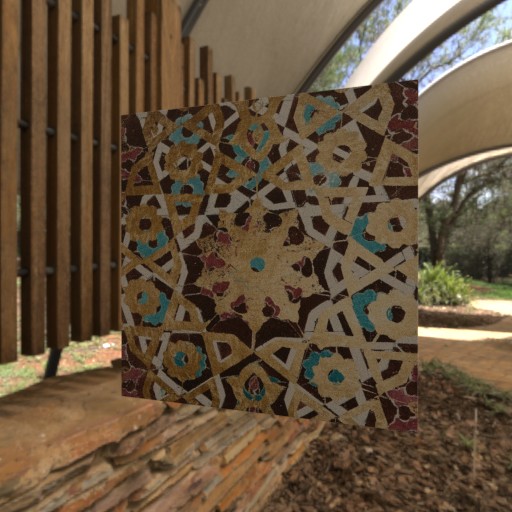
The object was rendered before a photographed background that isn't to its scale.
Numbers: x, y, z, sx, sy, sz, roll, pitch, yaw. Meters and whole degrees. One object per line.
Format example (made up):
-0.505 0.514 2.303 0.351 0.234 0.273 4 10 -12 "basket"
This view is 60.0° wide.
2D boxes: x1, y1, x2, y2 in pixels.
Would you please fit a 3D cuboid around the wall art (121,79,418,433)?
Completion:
0.000 0.000 0.887 0.609 0.613 0.041 0 0 19 "wall art"
